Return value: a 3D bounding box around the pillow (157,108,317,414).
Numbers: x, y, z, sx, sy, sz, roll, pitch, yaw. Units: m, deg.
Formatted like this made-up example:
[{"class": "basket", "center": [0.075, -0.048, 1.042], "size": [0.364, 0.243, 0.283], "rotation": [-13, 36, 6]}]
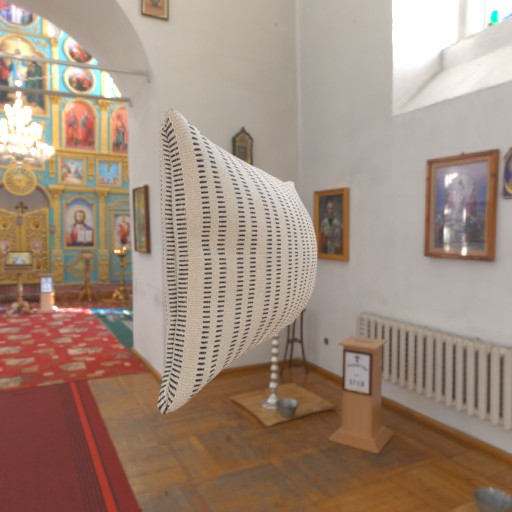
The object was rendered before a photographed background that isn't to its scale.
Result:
[{"class": "pillow", "center": [0.000, 0.000, 0.806], "size": [0.210, 0.353, 0.640], "rotation": [0, 1, 17]}]
